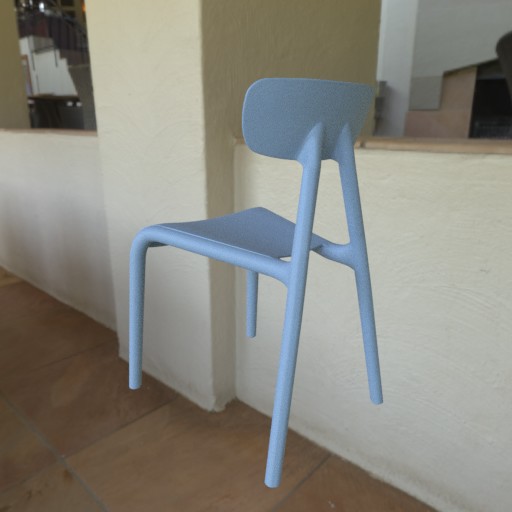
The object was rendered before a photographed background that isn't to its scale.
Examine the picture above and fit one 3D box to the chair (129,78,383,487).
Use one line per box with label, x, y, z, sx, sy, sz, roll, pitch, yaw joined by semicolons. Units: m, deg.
chair;0.000;0.000;0.820;0.356;0.580;0.401;-15;22;-42
